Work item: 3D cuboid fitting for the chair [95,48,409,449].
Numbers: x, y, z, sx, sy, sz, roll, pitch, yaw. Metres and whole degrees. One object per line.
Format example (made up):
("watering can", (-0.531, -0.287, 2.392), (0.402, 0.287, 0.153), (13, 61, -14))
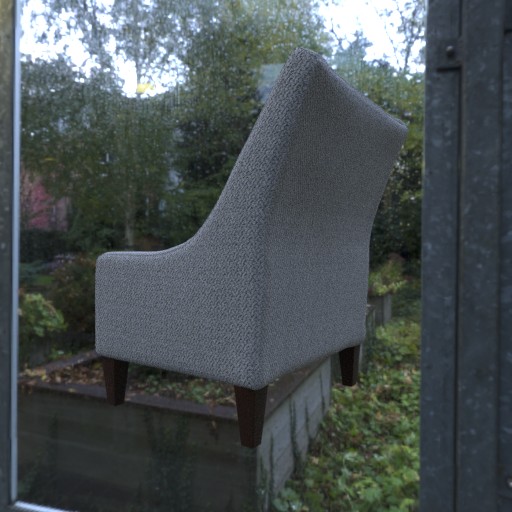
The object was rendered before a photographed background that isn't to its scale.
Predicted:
("chair", (0.000, 0.000, 1.587), (0.870, 1.014, 0.774), (0, 0, 35))
